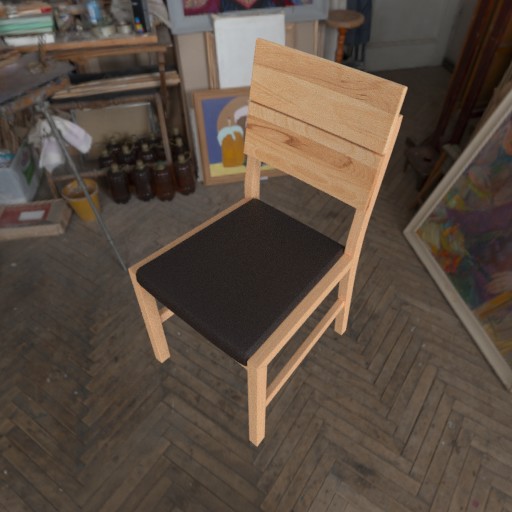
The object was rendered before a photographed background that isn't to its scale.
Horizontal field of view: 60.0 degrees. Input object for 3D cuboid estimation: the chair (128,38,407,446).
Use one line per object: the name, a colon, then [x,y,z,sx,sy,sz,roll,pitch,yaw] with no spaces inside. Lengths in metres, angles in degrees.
chair: [0.000,0.000,1.269,0.475,0.950,0.560,32,54,27]
